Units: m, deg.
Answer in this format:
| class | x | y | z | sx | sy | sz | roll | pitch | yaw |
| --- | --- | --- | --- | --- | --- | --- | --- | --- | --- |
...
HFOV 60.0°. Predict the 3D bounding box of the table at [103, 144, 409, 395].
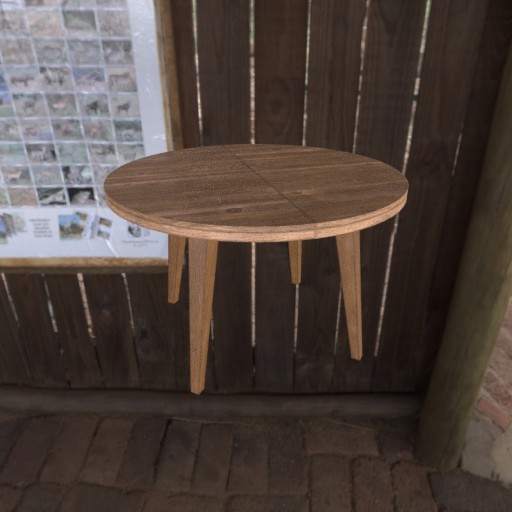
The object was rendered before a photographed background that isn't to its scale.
| class | x | y | z | sx | sy | sz | roll | pitch | yaw |
| --- | --- | --- | --- | --- | --- | --- | --- | --- | --- |
| table | 0.000 | 0.000 | 2.009 | 1.213 | 0.764 | 1.213 | 0 | 25 | 0 |
